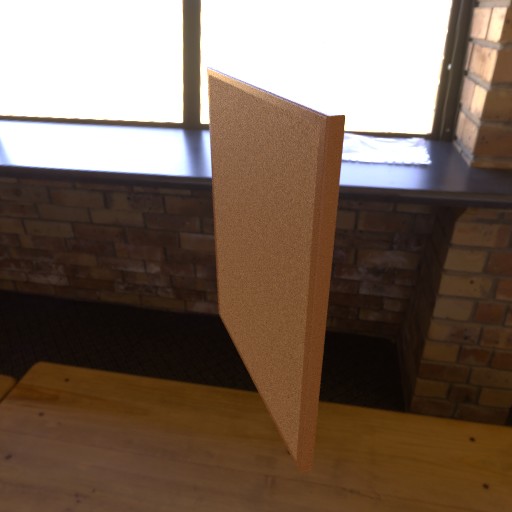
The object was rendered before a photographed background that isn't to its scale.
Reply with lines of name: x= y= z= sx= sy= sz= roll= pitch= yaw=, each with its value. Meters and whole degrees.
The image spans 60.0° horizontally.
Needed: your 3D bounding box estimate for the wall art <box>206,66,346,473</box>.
wall art: x=0.000 y=0.000 z=0.517 sx=0.015 sy=0.379 sz=0.310 roll=-11 pitch=31 yaw=-18
